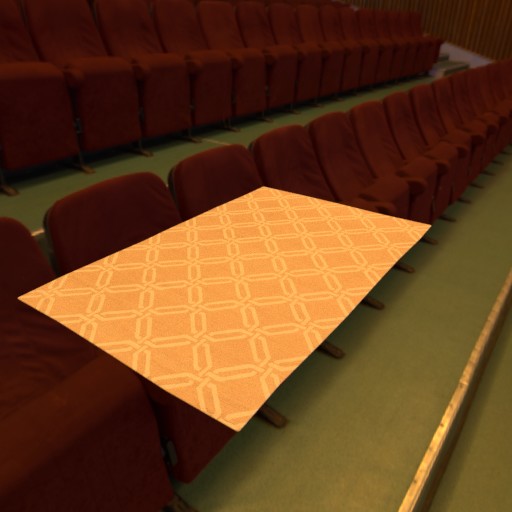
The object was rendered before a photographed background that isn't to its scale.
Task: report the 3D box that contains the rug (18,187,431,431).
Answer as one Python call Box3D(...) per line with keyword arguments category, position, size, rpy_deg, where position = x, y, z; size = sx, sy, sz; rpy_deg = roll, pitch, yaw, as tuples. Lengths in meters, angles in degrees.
Box3D(category="rug", position=(0.000, 0.000, 2.120), size=(1.146, 0.010, 1.745), rpy_deg=(18, 33, 31))
